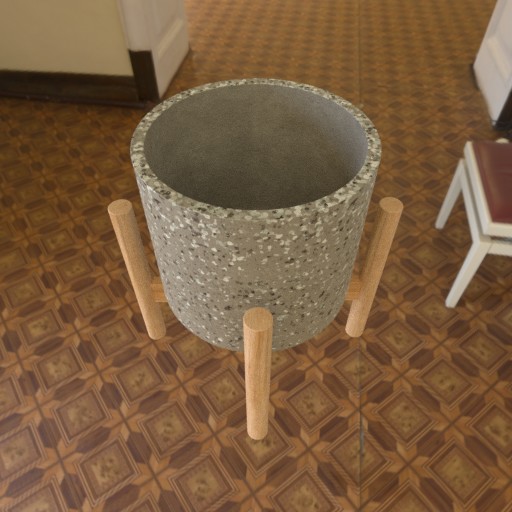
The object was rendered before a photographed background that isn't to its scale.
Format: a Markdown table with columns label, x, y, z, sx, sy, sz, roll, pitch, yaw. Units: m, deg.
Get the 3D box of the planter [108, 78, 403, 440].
| label | x | y | z | sx | sy | sz | roll | pitch | yaw |
| --- | --- | --- | --- | --- | --- | --- | --- | --- | --- |
| planter | 0.000 | 0.000 | 0.517 | 0.284 | 0.320 | 0.284 | 16 | 50 | 14 |
